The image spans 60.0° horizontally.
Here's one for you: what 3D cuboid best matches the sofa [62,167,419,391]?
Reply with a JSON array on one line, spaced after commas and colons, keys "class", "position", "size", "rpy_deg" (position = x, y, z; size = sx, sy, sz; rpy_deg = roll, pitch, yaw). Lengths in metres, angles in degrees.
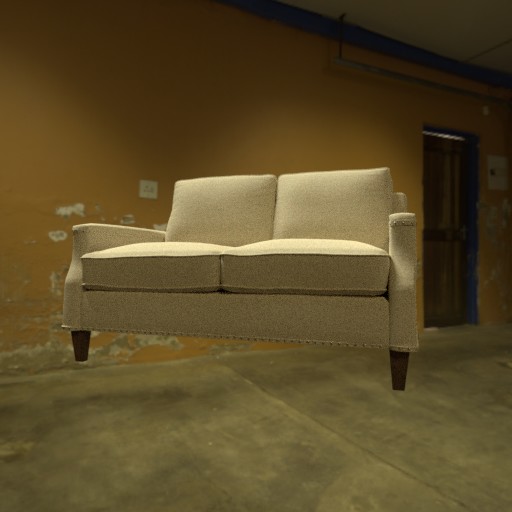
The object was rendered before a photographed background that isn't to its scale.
[{"class": "sofa", "position": [0.000, 0.000, 2.333], "size": [1.597, 1.003, 1.084], "rpy_deg": [0, -1, 19]}]
